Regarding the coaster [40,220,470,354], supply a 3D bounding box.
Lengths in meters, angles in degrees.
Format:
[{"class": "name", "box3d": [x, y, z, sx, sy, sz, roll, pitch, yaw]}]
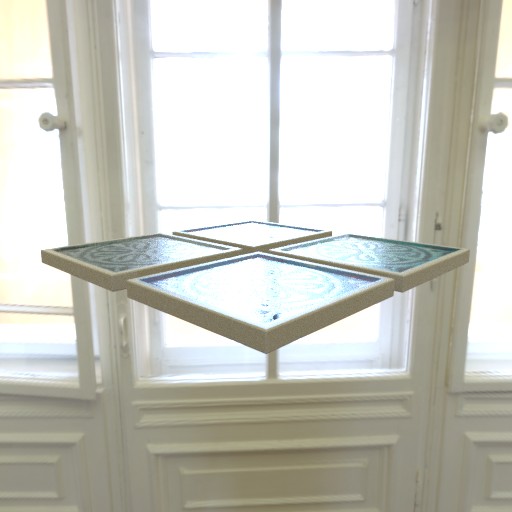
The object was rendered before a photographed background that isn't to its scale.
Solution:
[{"class": "coaster", "box3d": [0.000, 0.000, 0.316, 0.219, 0.010, 0.214, 12, 17, 43]}]
